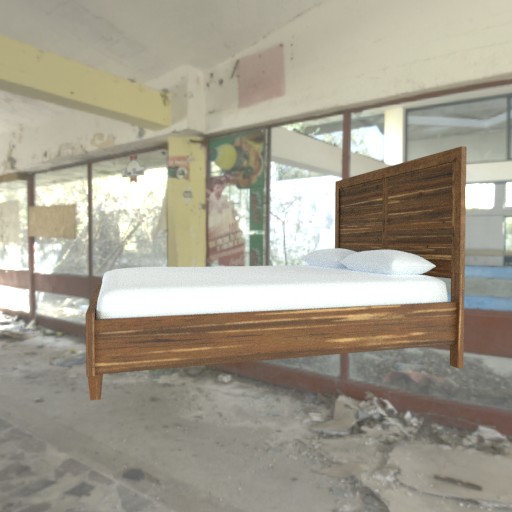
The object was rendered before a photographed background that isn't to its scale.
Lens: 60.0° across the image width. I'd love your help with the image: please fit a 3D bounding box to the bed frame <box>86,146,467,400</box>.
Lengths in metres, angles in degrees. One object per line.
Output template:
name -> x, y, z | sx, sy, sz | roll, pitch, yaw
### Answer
bed frame -> 0.000, 0.000, 3.301 | 2.276, 1.417, 1.696 | -1, 2, -18
